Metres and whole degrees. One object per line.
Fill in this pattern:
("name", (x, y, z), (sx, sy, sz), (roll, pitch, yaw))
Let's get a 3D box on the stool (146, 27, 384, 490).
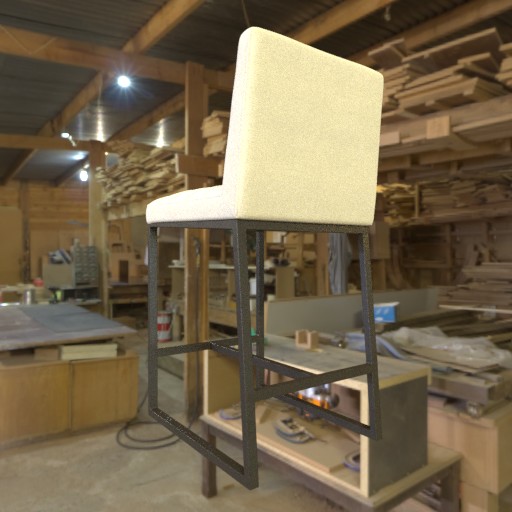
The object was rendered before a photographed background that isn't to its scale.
("stool", (0.000, 0.000, 1.266), (0.459, 0.971, 0.567), (0, 1, -36))
